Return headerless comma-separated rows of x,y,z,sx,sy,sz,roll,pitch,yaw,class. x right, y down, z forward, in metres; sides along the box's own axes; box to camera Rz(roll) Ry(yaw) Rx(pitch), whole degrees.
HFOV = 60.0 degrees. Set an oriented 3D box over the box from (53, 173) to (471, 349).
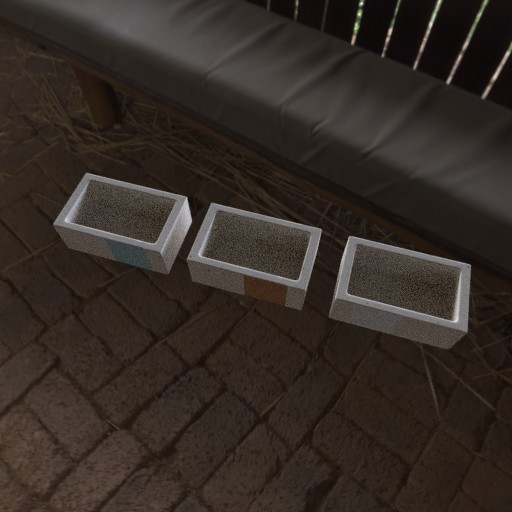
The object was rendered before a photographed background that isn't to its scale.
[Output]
0.000,0.000,0.515,0.461,0.051,0.082,14,60,8,box
